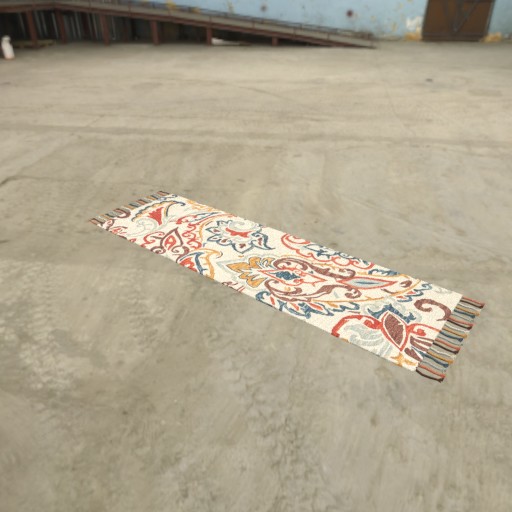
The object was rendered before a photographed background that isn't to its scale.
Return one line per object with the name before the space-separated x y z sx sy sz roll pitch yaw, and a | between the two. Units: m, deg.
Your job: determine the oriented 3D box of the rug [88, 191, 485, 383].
rug | 0.000 0.000 2.946 2.682 0.015 0.763 22 37 32
